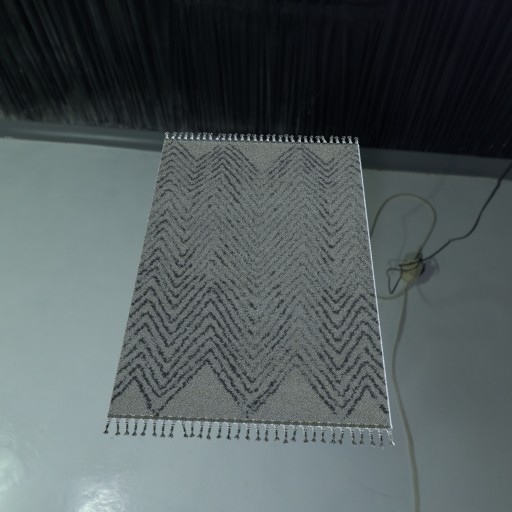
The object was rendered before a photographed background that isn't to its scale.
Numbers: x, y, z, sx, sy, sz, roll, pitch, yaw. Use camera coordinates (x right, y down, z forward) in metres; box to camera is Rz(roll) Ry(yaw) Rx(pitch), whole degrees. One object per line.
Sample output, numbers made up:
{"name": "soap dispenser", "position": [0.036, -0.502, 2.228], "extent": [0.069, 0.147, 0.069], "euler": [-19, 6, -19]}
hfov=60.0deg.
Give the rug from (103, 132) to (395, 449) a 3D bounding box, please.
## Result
{"name": "rug", "position": [0.000, 0.000, 2.338], "extent": [1.230, 0.014, 1.847], "euler": [2, 58, 1]}
